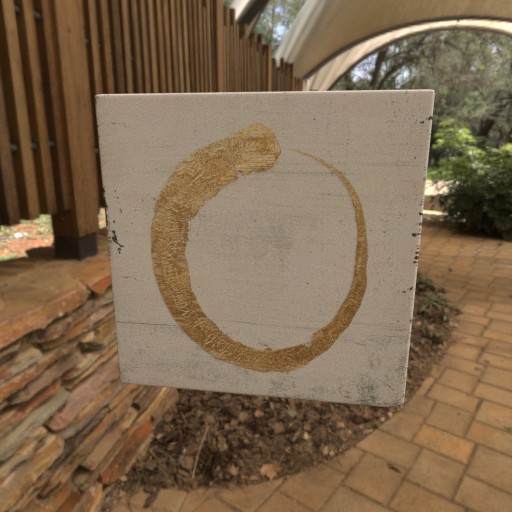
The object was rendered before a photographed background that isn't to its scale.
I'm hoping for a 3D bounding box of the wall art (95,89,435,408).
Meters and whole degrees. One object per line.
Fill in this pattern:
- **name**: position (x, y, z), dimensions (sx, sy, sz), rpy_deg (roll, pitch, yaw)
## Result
- **wall art**: position (0.000, 0.000, 1.099), dimensions (0.762, 0.762, 0.038), rpy_deg (2, 15, 9)
